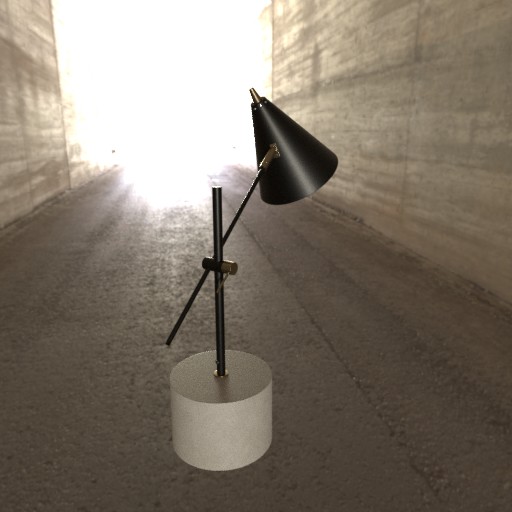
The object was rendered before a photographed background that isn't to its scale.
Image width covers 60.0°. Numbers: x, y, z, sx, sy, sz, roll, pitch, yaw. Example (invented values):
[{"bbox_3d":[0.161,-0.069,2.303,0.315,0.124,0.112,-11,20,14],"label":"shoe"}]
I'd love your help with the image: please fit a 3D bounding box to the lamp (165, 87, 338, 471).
[{"bbox_3d":[0.000,0.000,0.709,0.214,0.518,0.403,14,21,42],"label":"lamp"}]
